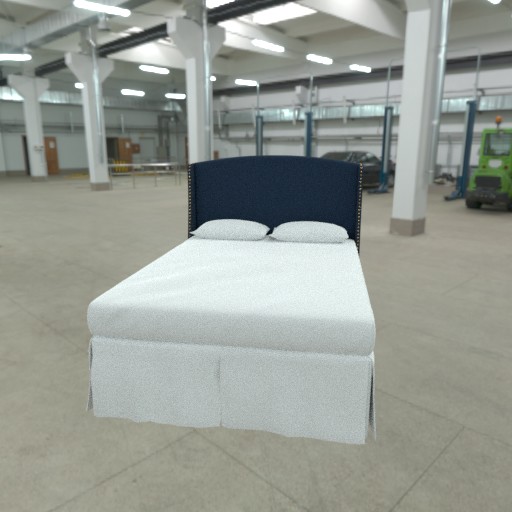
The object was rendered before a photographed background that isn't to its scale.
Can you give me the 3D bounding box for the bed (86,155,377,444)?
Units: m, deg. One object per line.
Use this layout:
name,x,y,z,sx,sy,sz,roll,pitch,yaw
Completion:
bed,0.000,0.000,3.234,1.604,1.402,2.223,2,14,9
